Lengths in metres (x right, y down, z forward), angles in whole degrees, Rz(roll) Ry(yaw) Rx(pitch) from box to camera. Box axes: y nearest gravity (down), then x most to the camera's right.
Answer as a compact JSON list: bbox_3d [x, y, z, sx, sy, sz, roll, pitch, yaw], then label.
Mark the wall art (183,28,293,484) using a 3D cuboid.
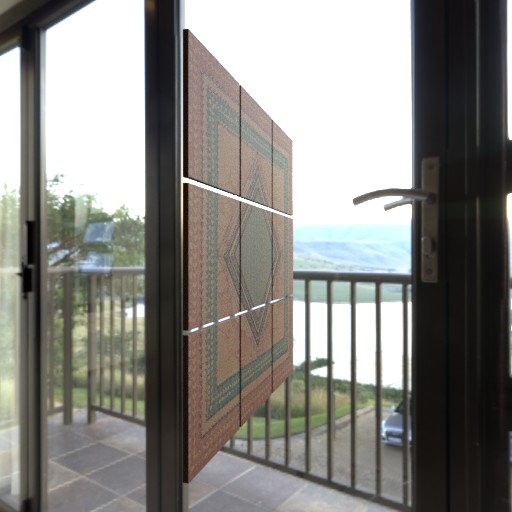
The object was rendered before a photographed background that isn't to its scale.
[{"bbox_3d":[0.000,0.000,1.326,0.013,0.914,0.915,0,0,18],"label":"wall art"}]
